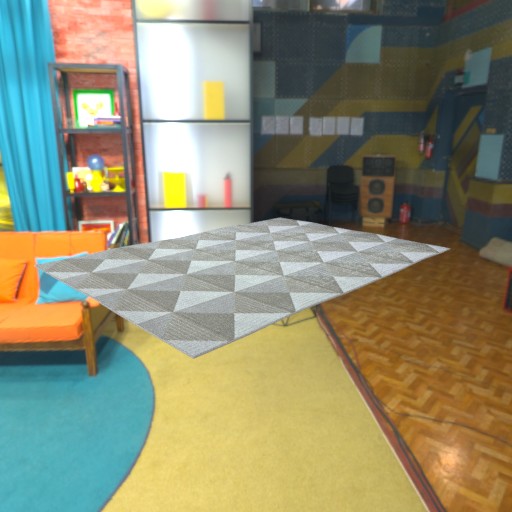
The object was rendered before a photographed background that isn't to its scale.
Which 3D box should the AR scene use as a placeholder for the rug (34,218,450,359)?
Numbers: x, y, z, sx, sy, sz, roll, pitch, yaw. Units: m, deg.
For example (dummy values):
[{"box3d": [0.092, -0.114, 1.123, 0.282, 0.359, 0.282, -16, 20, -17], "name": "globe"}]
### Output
[{"box3d": [0.000, 0.000, 4.357, 3.333, 0.027, 2.428, -15, 21, -42], "name": "rug"}]
